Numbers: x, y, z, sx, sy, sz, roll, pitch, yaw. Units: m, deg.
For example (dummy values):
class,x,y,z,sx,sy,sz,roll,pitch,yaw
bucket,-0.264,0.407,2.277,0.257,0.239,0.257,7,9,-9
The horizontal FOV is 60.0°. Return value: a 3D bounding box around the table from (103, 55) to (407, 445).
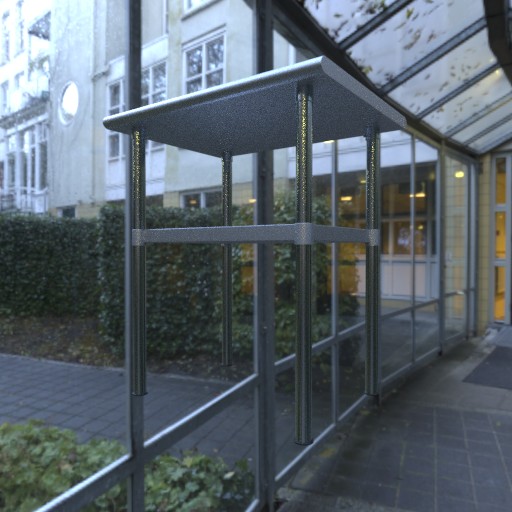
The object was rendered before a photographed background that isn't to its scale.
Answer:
class,x,y,z,sx,sy,sz,roll,pitch,yaw
table,0.000,0.000,1.405,0.762,0.876,0.584,1,1,36
